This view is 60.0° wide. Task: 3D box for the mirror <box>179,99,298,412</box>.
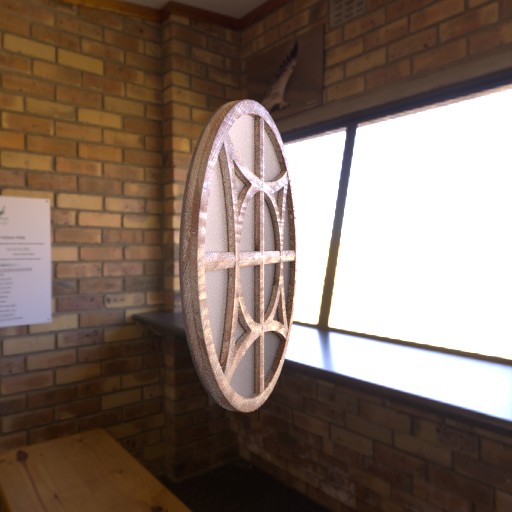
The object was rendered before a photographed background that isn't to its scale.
[{"bbox_3d":[0.000,0.000,1.068,0.038,0.710,0.710,0,1,19],"label":"mirror"}]
